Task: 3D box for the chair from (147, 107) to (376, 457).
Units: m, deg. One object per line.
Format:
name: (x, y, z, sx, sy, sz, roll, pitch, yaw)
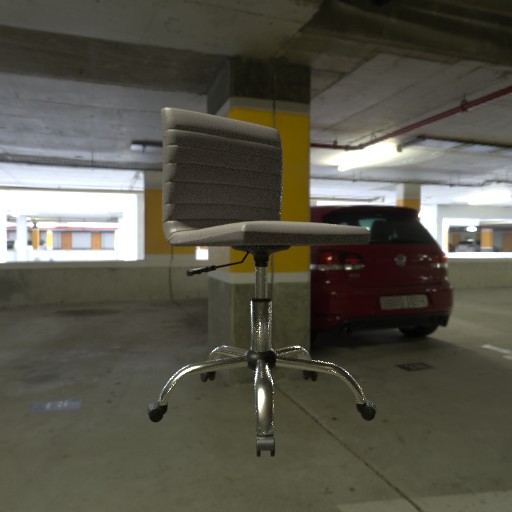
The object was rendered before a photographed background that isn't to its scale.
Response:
chair: (0.000, 0.000, 1.157, 0.556, 0.780, 0.530, -1, 2, -37)
